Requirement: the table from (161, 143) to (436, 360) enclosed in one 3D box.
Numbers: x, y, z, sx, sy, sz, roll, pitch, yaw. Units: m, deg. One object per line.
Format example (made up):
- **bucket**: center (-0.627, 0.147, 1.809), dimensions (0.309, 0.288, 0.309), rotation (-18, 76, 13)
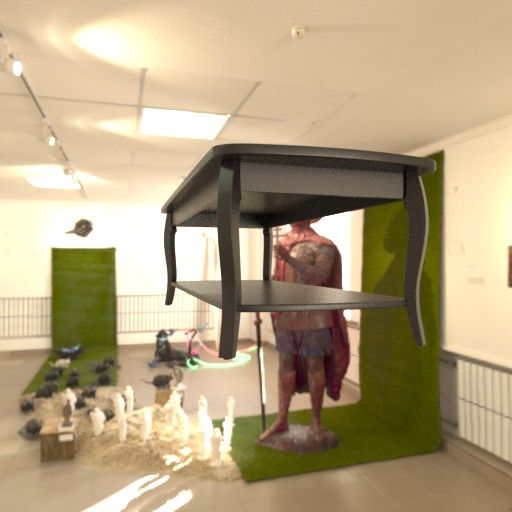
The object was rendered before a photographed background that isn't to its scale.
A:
- **table**: center (0.000, 0.000, 1.595), dimensions (0.571, 0.457, 1.333), rotation (0, -1, -17)
